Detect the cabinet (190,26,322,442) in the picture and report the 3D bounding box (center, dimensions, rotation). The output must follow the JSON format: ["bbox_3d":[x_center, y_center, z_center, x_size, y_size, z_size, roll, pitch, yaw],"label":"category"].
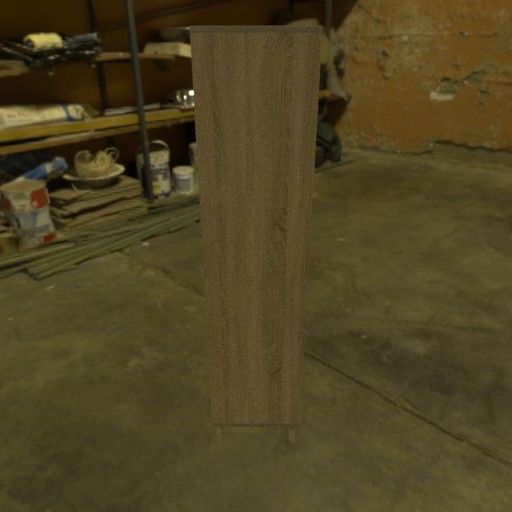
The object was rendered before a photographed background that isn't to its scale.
[{"bbox_3d":[0.000,0.000,2.148,0.450,1.960,0.510,0,25,0],"label":"cabinet"}]
